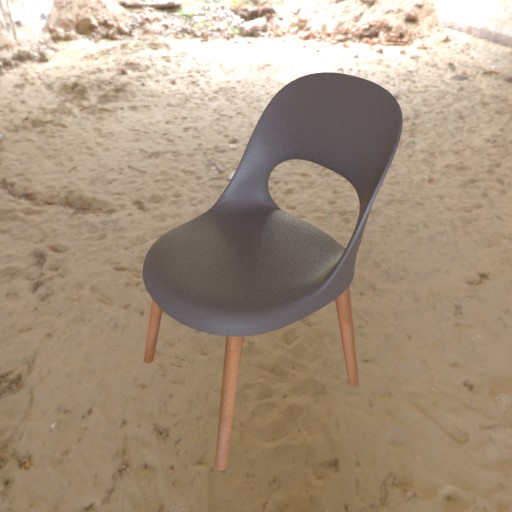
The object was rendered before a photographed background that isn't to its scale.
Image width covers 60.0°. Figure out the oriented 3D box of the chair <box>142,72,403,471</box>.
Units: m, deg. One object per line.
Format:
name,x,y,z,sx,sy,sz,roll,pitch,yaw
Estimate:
chair,0.000,0.000,1.113,0.556,0.794,0.470,-21,39,-29
